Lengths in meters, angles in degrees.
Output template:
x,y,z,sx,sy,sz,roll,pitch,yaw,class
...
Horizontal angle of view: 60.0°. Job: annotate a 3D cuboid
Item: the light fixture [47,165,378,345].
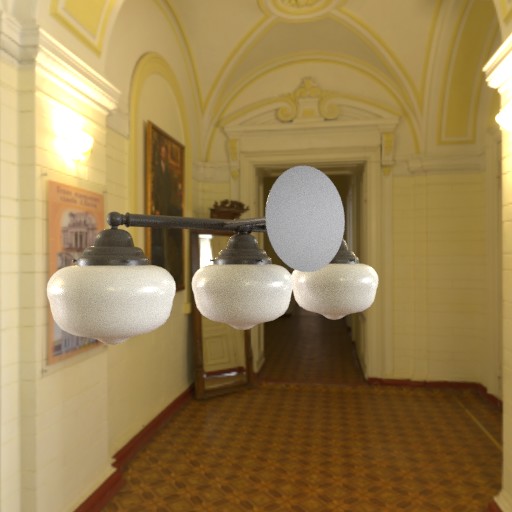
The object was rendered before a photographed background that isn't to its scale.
x,y,z,sx,sy,sz,roll,pitch,yaw,class
0.000,0.000,0.695,0.587,0.242,0.239,0,-1,-36,light fixture
